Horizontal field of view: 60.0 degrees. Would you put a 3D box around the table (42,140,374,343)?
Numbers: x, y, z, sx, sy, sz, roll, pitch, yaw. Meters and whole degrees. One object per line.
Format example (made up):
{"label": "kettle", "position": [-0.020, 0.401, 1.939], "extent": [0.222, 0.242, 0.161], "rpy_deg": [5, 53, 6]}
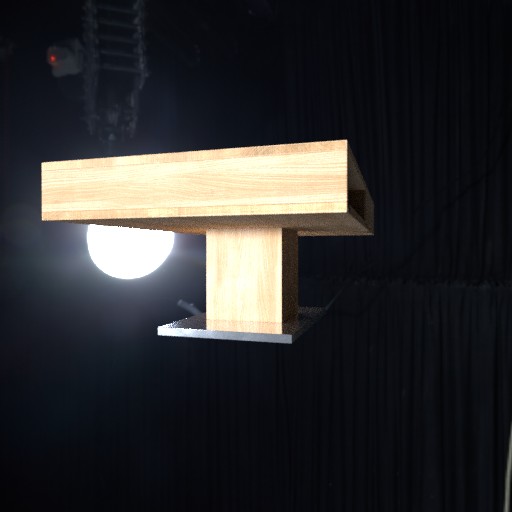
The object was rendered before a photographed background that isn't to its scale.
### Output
{"label": "table", "position": [0.000, 0.000, 1.451], "extent": [0.700, 0.440, 1.100], "rpy_deg": [0, 0, 17]}
